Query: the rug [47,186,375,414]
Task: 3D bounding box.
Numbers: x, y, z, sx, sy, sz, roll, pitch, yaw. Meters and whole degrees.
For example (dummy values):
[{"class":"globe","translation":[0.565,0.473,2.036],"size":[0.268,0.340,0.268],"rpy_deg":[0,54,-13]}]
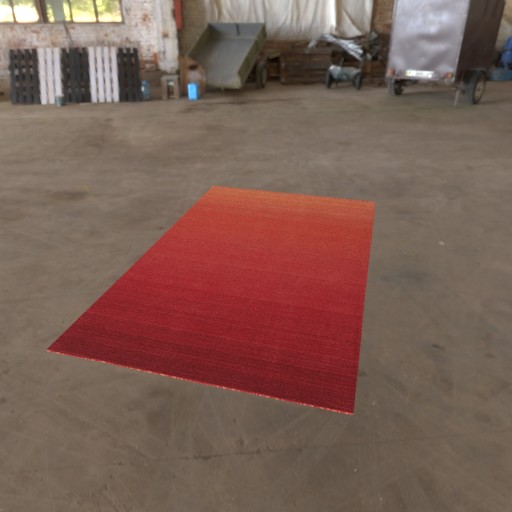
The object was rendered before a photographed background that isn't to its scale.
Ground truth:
[{"class":"rug","translation":[0.000,0.000,3.086],"size":[1.531,0.010,2.442],"rpy_deg":[8,30,13]}]
